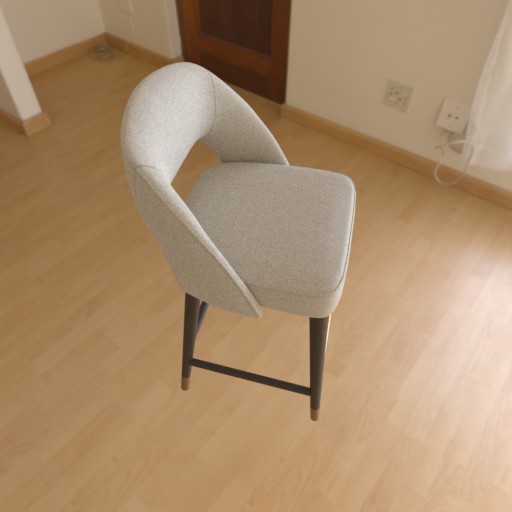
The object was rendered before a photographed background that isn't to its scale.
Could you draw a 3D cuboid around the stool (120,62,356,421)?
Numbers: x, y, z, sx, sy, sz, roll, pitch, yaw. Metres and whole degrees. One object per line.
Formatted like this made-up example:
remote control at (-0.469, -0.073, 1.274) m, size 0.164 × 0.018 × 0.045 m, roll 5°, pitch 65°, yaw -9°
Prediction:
stool at (0.000, 0.000, 1.226) m, size 0.509 × 0.940 × 0.494 m, roll 10°, pitch 49°, yaw 9°
